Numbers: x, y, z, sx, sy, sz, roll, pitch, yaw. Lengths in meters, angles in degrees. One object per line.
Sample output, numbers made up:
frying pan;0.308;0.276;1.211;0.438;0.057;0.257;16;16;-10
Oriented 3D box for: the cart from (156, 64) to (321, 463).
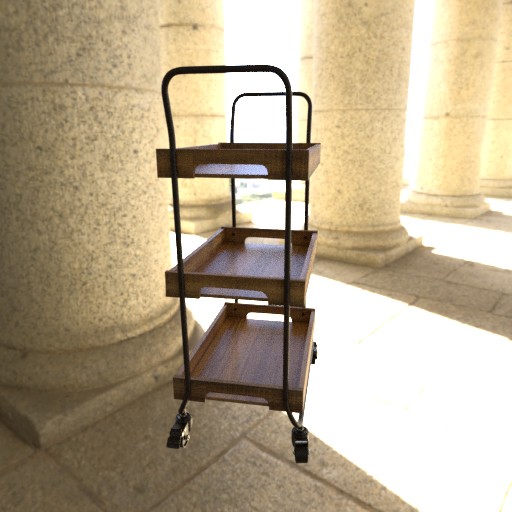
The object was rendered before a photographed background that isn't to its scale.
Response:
cart;0.000;0.000;1.167;0.339;0.857;0.583;3;16;10
